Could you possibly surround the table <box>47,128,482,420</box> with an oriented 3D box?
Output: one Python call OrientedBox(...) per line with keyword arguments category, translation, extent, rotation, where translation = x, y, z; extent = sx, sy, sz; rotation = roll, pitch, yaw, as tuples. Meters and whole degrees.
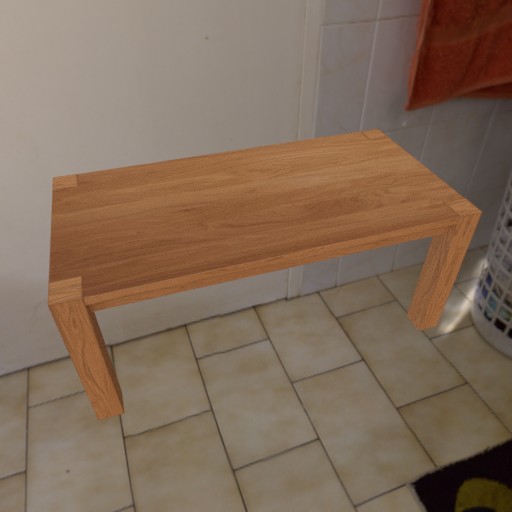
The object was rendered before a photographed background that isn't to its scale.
OrientedBox(category="table", translation=(0.000, 0.000, 2.304), extent=(1.800, 0.760, 0.900), rotation=(-12, 42, -14))
